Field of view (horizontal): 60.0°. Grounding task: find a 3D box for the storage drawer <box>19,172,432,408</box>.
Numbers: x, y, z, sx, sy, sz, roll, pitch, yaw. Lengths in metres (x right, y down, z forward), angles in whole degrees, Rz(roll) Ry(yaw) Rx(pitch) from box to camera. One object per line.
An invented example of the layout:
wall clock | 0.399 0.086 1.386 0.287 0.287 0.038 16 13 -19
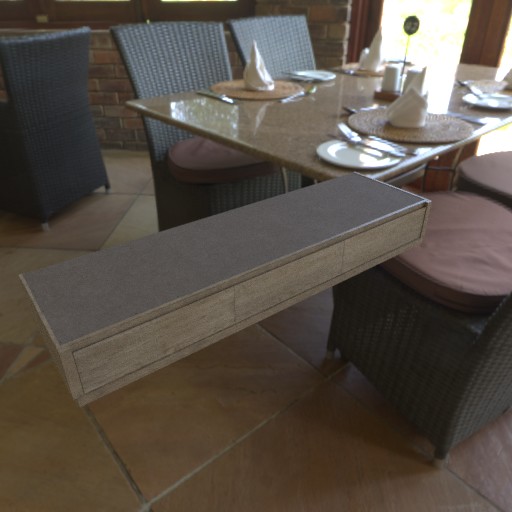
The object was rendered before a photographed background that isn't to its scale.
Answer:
storage drawer | 0.000 0.000 2.276 2.072 0.274 0.591 -21 37 -31
